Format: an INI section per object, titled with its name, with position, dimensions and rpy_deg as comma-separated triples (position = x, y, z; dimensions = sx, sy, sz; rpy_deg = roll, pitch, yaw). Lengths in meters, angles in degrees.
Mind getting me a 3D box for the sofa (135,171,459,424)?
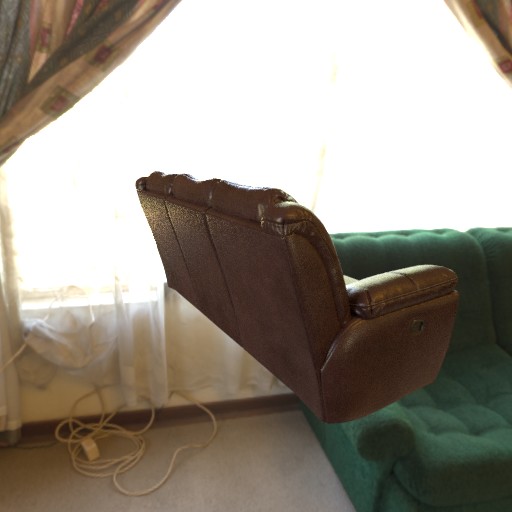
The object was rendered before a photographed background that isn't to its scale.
[sofa]
position = 0.000, 0.000, 2.828
dimensions = 0.991, 1.043, 2.337
rpy_deg = -7, 15, -27
